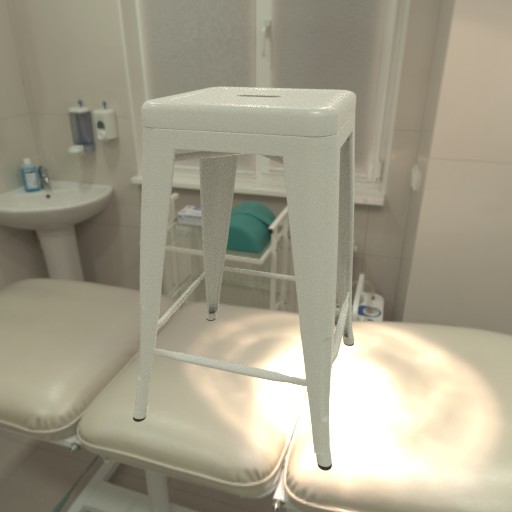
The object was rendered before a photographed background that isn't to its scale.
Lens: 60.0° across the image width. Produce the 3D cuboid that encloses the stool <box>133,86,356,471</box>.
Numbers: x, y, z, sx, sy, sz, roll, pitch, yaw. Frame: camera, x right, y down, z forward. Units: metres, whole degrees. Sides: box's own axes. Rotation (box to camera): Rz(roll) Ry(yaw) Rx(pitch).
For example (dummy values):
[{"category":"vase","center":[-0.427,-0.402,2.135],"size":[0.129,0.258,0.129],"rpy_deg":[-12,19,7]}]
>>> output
[{"category":"stool","center":[0.000,0.000,0.887],"size":[0.406,0.610,0.406],"rpy_deg":[8,26,16]}]
